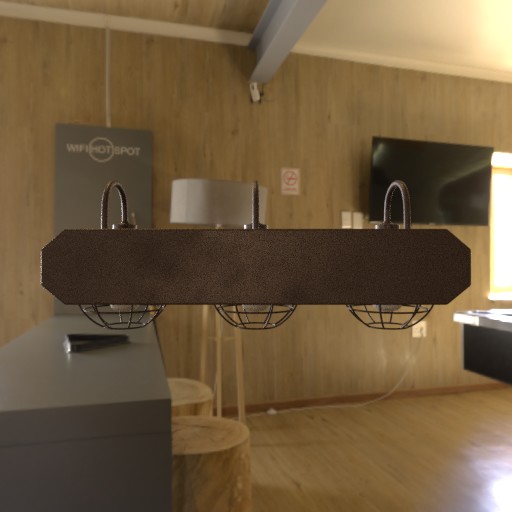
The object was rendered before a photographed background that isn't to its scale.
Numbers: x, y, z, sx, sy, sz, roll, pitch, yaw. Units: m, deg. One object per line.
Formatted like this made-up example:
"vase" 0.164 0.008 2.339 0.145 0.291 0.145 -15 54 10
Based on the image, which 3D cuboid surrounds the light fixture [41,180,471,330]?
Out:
"light fixture" 0.000 0.000 0.766 0.634 0.254 0.229 0 0 0
